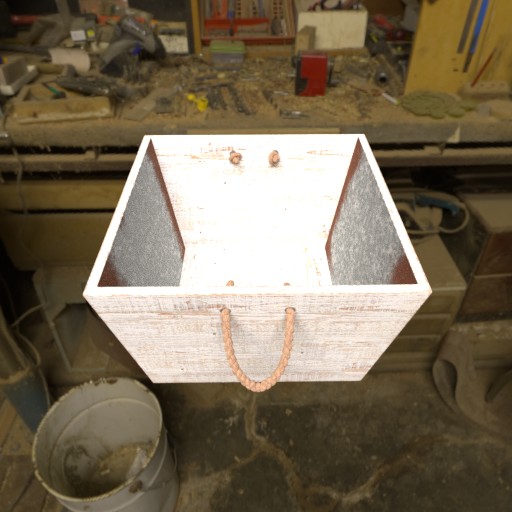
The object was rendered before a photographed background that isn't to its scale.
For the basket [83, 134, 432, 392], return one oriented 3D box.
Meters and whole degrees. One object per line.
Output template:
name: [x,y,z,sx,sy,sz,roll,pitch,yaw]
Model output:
basket: [0.000,0.000,0.759,0.413,0.247,0.545,0,41,-1]
